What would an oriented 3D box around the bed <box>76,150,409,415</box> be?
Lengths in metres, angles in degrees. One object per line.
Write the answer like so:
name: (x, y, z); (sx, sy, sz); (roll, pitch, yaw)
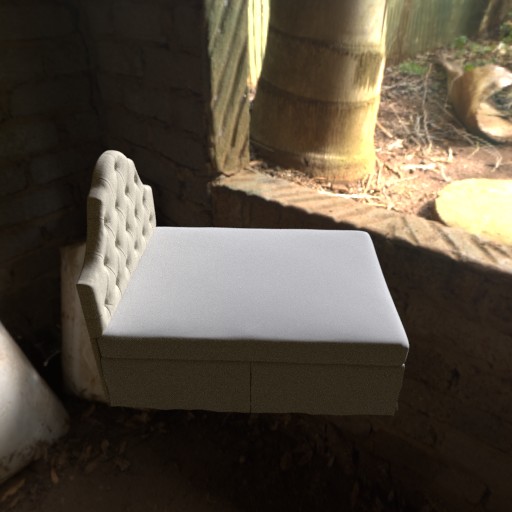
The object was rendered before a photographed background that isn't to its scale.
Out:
bed: (0.000, 0.000, 3.371); (2.092, 1.575, 1.627); (1, 32, 2)
